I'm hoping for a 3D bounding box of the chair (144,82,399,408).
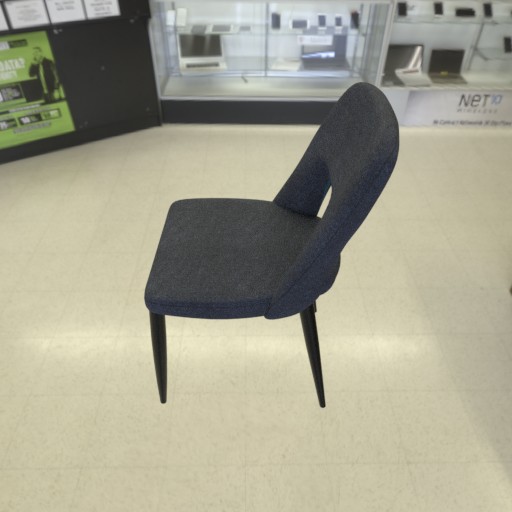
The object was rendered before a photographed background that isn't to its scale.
[{"bbox_3d":[0.000,0.000,1.294,0.612,0.931,0.470,1,42,1],"label":"chair"}]
